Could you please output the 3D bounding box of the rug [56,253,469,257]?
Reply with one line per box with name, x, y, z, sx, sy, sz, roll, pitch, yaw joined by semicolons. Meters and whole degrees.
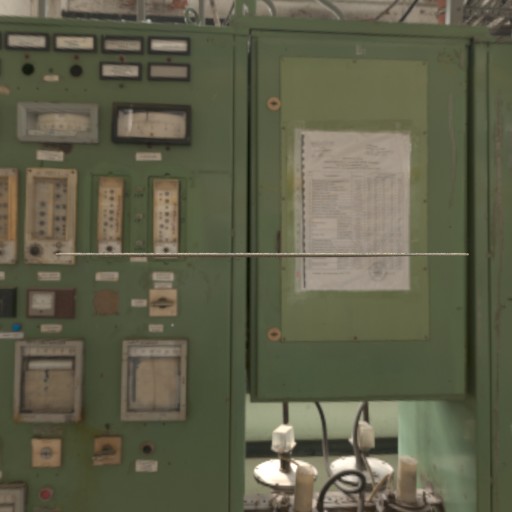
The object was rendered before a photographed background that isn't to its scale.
rug;0.000;0.000;4.011;2.363;0.012;2.980;0;0;-2
